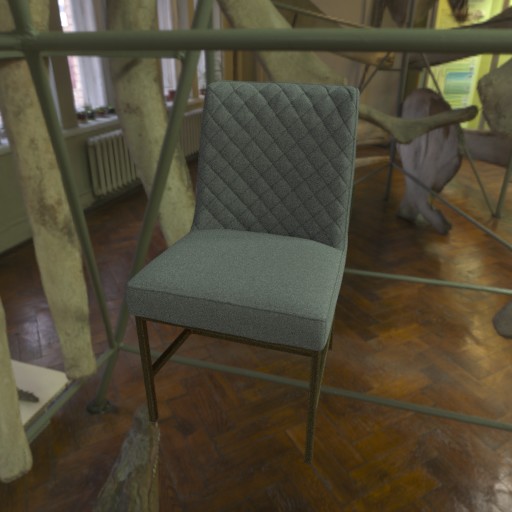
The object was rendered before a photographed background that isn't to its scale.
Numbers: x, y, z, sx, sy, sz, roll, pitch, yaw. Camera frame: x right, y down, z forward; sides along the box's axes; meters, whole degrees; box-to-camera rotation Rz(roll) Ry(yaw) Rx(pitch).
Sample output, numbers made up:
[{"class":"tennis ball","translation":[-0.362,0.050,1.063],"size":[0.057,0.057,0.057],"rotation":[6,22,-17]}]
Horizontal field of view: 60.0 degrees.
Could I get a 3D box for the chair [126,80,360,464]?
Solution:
[{"class":"chair","translation":[0.000,0.000,1.265],"size":[0.508,0.889,0.587],"rotation":[8,27,16]}]
